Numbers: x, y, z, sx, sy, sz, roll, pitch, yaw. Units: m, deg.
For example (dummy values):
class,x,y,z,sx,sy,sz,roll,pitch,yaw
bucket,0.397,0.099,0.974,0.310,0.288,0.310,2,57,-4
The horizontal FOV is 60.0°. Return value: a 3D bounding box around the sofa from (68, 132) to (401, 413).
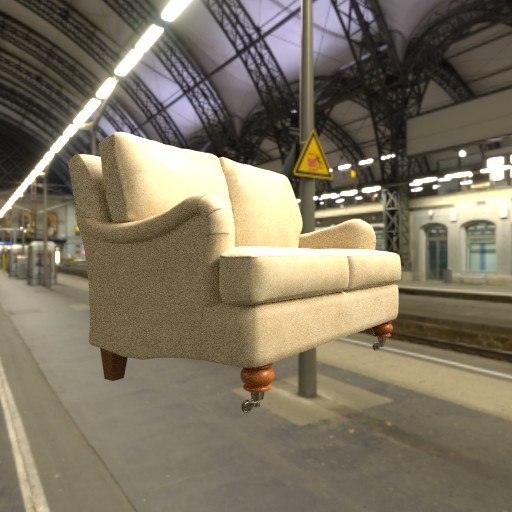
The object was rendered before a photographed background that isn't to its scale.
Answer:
class,x,y,z,sx,sy,sz,roll,pitch,yaw
sofa,0.000,0.000,2.278,1.086,1.087,1.498,0,0,36
